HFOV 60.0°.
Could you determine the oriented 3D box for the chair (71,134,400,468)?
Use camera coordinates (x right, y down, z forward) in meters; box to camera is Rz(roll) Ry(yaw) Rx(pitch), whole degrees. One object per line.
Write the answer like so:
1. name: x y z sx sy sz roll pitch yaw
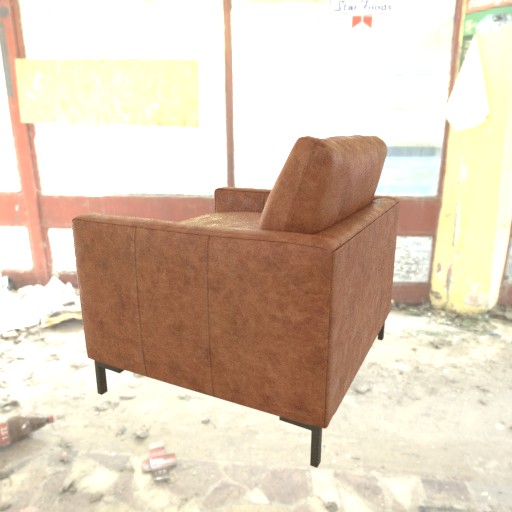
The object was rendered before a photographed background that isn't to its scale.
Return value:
1. chair: 0.000 0.000 1.646 0.862 0.869 0.967 7 17 26
